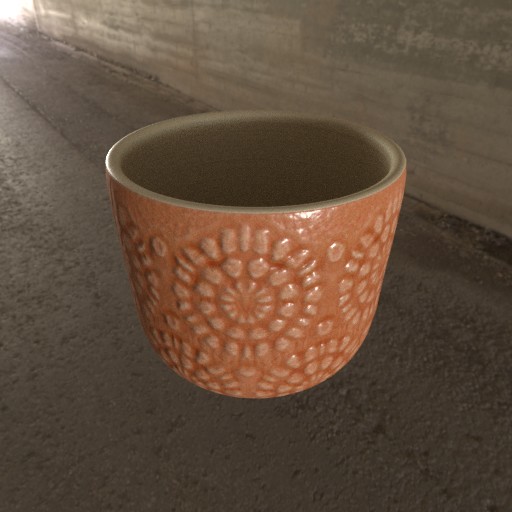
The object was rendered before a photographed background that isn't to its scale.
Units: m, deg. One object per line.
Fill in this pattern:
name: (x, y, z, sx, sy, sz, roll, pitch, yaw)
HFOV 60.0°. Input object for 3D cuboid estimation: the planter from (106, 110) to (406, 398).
planter: (0.000, 0.000, 0.216, 0.124, 0.109, 0.124, 0, 32, 0)
